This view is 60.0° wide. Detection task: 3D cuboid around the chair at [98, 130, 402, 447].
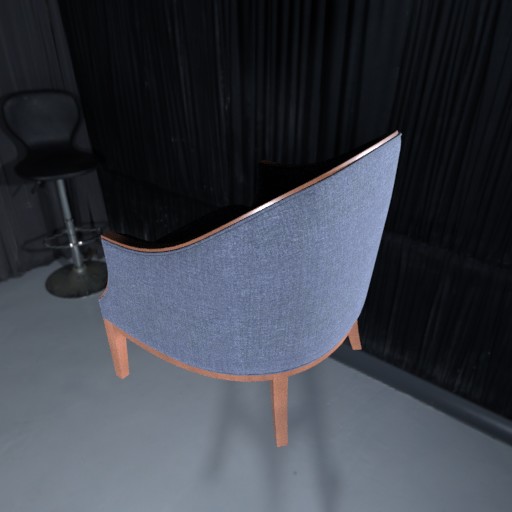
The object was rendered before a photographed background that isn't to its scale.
[{"bbox_3d":[0.000,0.000,1.450,0.735,0.876,0.803,21,37,31],"label":"chair"}]
